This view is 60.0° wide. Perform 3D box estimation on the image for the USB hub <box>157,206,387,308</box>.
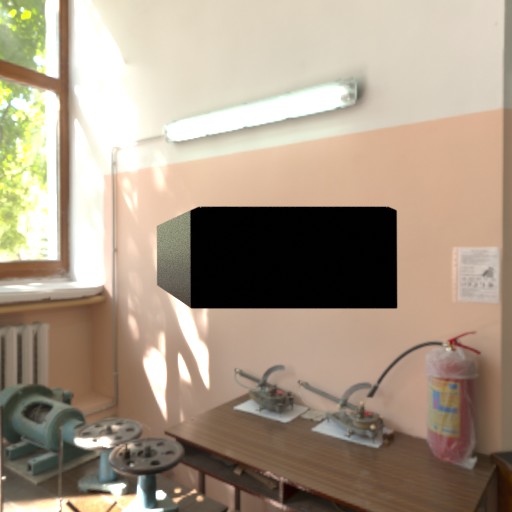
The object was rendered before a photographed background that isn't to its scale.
[{"bbox_3d":[0.000,0.000,0.125,0.044,0.023,0.110,0,1,-19],"label":"USB hub"}]
